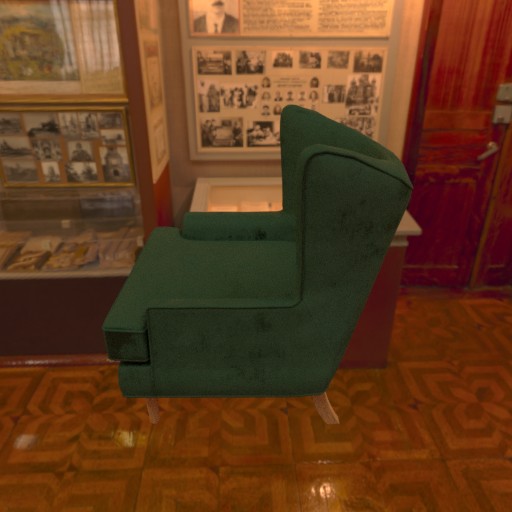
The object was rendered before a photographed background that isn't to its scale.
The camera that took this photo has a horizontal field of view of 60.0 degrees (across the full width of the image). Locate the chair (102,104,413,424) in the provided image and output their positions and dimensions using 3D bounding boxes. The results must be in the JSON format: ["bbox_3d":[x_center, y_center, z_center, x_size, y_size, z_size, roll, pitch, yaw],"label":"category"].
[{"bbox_3d":[0.000,0.000,1.602,0.910,0.952,0.793,0,26,0],"label":"chair"}]
